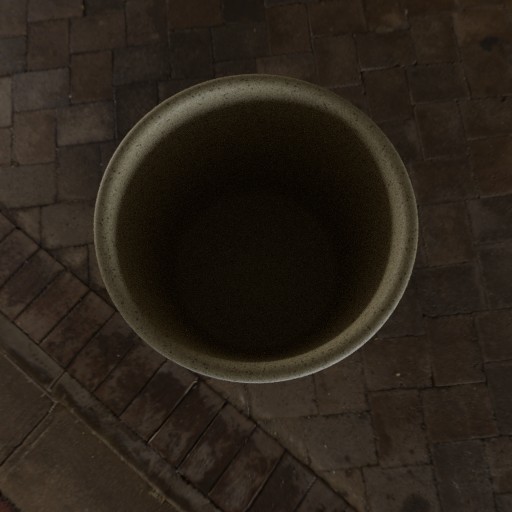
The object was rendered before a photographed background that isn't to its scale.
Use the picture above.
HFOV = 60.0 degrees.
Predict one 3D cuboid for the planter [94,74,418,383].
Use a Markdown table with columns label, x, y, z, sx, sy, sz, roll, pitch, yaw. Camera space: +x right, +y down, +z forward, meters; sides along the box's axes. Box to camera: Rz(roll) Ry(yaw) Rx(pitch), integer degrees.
| label | x | y | z | sx | sy | sz | roll | pitch | yaw |
| --- | --- | --- | --- | --- | --- | --- | --- | --- | --- |
| planter | 0.000 | 0.000 | 0.356 | 0.191 | 0.199 | 0.191 | 0 | 76 | 0 |
